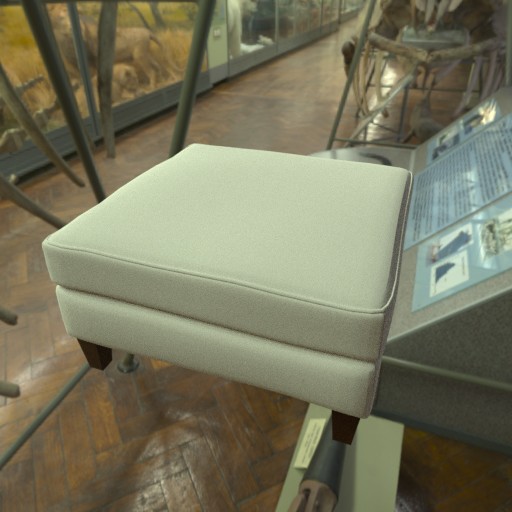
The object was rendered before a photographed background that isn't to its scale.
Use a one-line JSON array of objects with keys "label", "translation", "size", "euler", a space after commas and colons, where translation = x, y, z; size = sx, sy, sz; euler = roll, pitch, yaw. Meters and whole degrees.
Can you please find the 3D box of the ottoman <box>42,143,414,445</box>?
[{"label": "ottoman", "translation": [0.000, 0.000, 1.364], "size": [0.838, 0.479, 0.838], "euler": [11, 33, 17]}]
